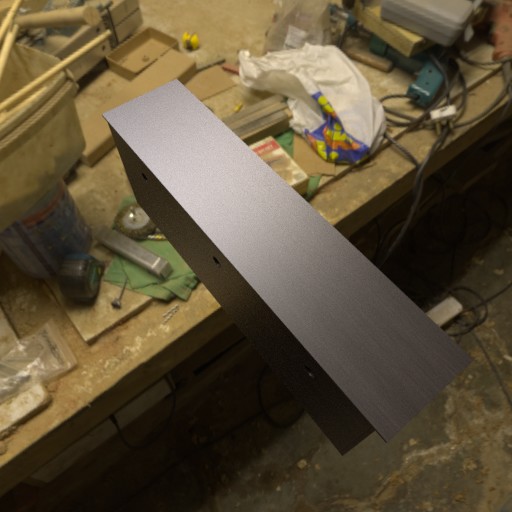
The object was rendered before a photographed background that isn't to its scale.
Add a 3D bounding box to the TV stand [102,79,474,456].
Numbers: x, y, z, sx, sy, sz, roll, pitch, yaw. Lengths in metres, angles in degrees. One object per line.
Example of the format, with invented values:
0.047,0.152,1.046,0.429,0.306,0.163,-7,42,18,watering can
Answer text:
0.000,0.000,1.995,0.406,0.610,1.778,-34,65,-19,TV stand
